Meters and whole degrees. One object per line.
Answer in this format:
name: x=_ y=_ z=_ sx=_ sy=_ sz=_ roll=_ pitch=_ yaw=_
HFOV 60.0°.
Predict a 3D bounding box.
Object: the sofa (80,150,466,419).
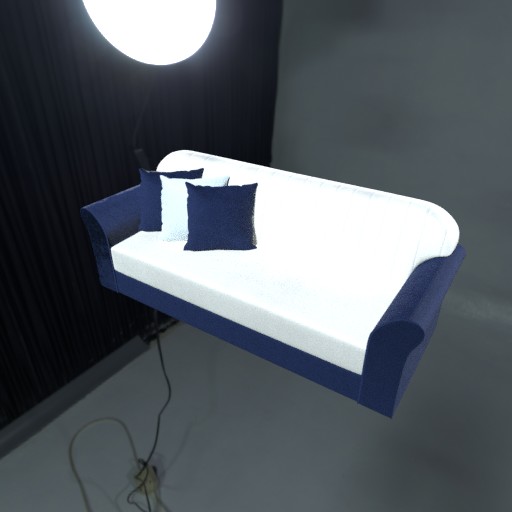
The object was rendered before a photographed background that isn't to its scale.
sofa: x=0.000 y=0.000 z=2.483 sx=2.006 sy=0.789 sz=0.749 roll=18 pitch=35 yaw=29
